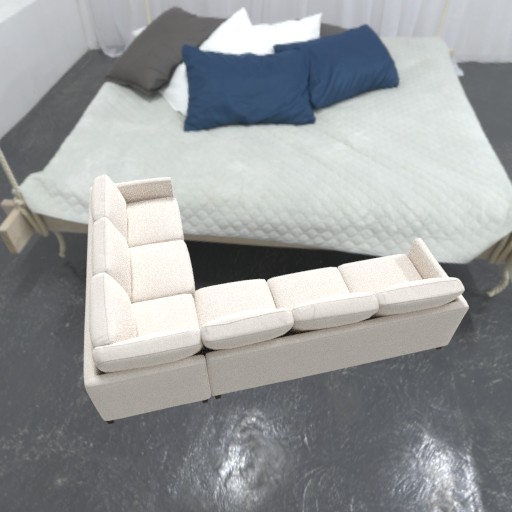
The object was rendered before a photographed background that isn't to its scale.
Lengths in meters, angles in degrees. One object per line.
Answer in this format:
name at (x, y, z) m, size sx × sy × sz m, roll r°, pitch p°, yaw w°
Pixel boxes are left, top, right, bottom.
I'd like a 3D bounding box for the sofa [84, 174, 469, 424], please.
sofa at (0.000, 0.000, 4.620) m, size 3.302 × 0.947 × 2.593 m, roll -10°, pitch 47°, yaw -9°
